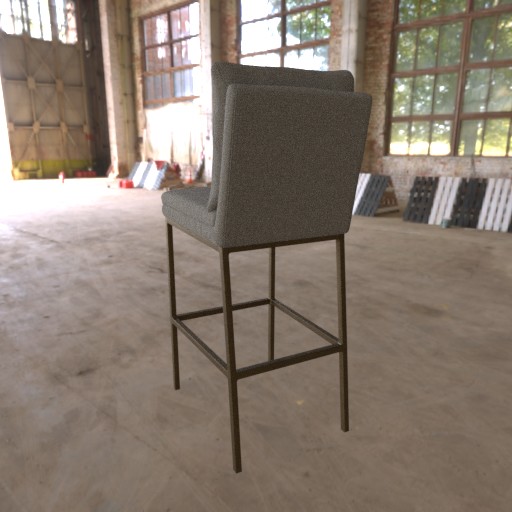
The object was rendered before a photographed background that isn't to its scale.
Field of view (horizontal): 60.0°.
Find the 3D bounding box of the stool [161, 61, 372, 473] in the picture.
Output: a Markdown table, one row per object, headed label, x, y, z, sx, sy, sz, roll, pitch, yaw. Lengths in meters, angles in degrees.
| label | x | y | z | sx | sy | sz | roll | pitch | yaw |
| --- | --- | --- | --- | --- | --- | --- | --- | --- | --- |
| stool | 0.000 | 0.000 | 1.468 | 0.463 | 1.132 | 0.569 | -8 | 16 | -27 |
